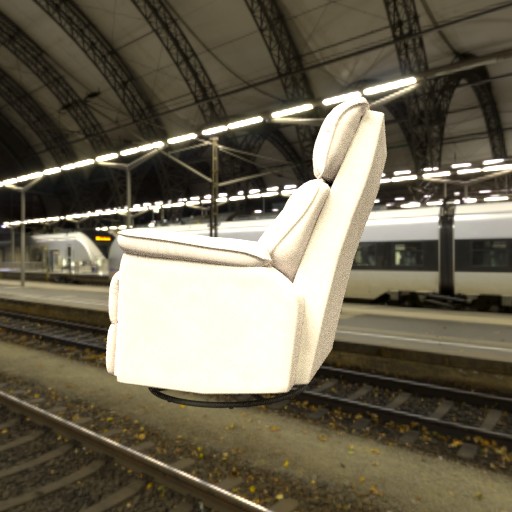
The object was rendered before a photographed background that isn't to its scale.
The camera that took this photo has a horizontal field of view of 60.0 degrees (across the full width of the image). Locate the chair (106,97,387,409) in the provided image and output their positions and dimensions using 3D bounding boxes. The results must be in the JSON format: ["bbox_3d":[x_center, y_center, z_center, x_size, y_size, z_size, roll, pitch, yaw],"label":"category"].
[{"bbox_3d":[0.000,0.000,1.780,1.001,1.039,0.820,0,0,17],"label":"chair"}]
